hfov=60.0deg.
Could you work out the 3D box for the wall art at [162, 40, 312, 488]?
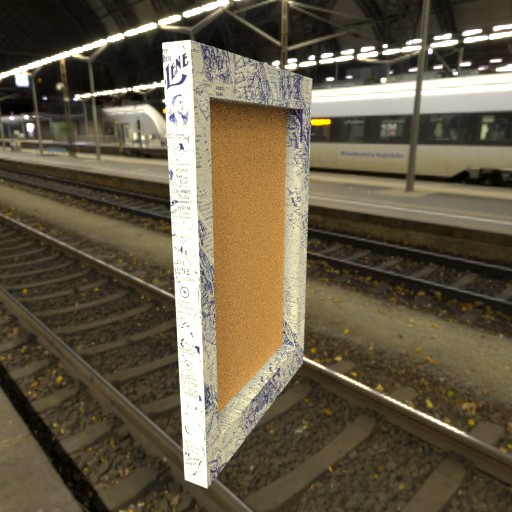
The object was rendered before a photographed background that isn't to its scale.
[{"bbox_3d":[0.000,0.000,0.471,0.025,0.376,0.255,7,17,25],"label":"wall art"}]
